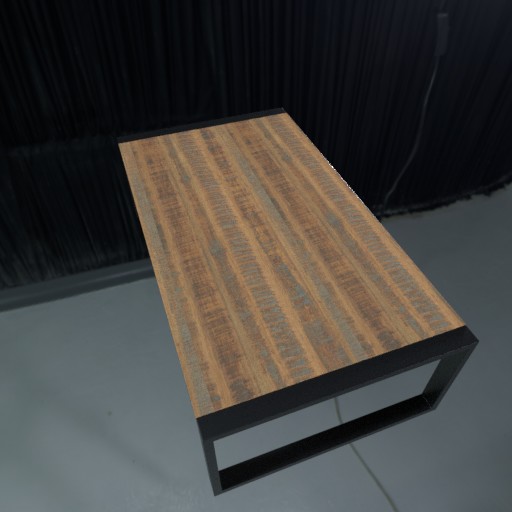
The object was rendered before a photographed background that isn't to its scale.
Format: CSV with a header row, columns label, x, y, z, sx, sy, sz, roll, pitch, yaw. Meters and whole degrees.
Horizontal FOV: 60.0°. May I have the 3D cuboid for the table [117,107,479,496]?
label,x,y,z,sx,sy,sz,roll,pitch,yaw
table,0.000,0.000,1.653,0.750,0.400,1.350,-15,48,-14
